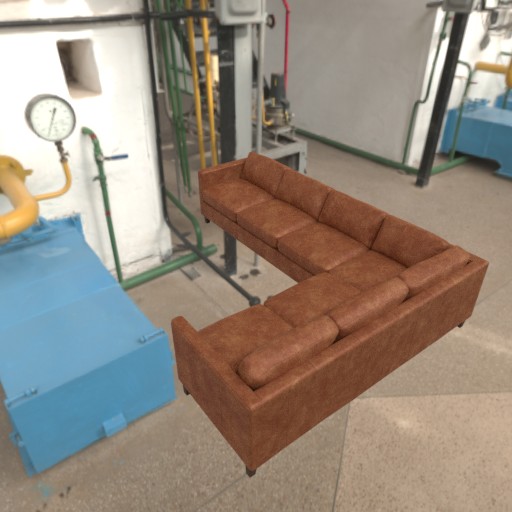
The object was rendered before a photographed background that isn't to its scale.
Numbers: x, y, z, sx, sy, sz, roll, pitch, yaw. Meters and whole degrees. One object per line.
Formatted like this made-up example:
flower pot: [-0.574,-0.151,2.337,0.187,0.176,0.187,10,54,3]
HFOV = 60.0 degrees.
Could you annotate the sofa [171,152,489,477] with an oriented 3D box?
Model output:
sofa: [0.000,0.000,4.197,2.438,0.838,3.167,-22,39,-30]
